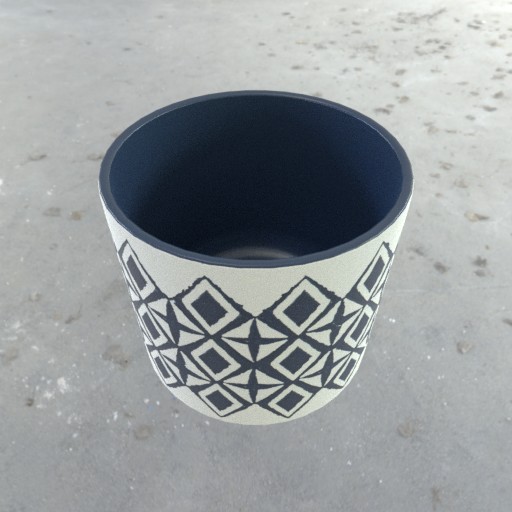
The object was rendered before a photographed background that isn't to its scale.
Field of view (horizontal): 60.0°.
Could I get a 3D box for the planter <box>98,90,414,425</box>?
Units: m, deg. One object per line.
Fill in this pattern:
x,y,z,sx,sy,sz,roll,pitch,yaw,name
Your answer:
0.000,0.000,0.392,0.224,0.203,0.224,0,45,0,planter
